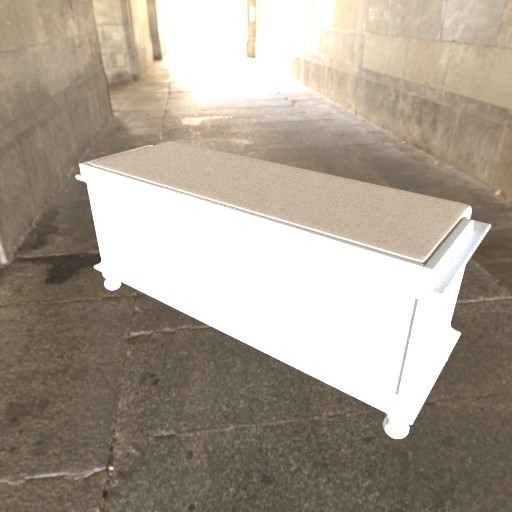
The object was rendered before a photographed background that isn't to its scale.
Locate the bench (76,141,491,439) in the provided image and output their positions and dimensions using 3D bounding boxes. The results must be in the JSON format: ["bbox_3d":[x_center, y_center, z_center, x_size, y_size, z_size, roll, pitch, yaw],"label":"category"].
[{"bbox_3d":[0.000,0.000,1.384,1.185,0.486,0.402,20,34,32],"label":"bench"}]
